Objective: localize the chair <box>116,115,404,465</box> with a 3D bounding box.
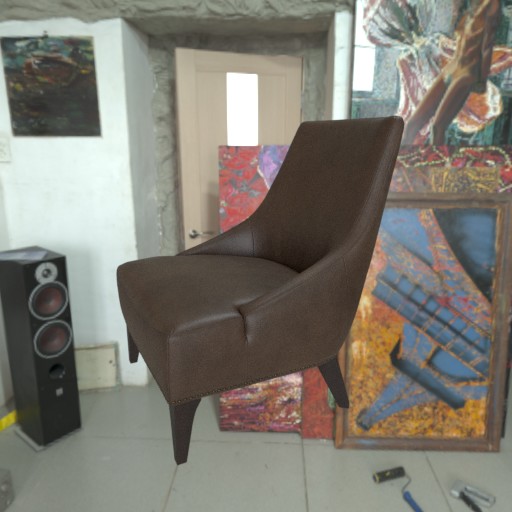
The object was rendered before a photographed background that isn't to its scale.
[{"bbox_3d":[0.000,0.000,1.509,0.861,0.909,0.701,-7,17,-26],"label":"chair"}]
